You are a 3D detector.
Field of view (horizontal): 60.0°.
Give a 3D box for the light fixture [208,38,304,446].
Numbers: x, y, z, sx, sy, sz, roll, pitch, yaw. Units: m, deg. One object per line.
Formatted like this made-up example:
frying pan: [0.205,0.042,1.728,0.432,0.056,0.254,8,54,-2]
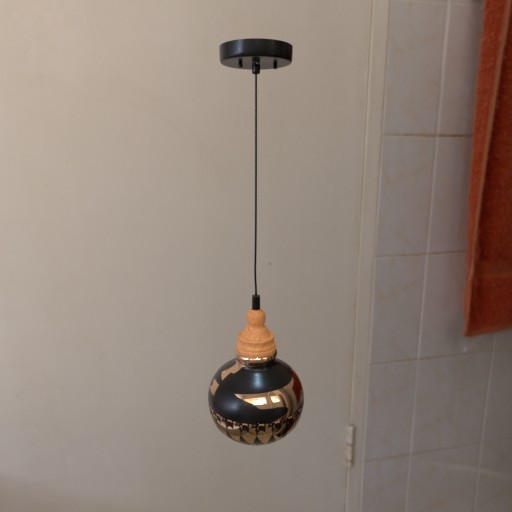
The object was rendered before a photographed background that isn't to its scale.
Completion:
light fixture: [0.000,0.000,1.846,0.430,1.606,0.430,-2,13,-10]
